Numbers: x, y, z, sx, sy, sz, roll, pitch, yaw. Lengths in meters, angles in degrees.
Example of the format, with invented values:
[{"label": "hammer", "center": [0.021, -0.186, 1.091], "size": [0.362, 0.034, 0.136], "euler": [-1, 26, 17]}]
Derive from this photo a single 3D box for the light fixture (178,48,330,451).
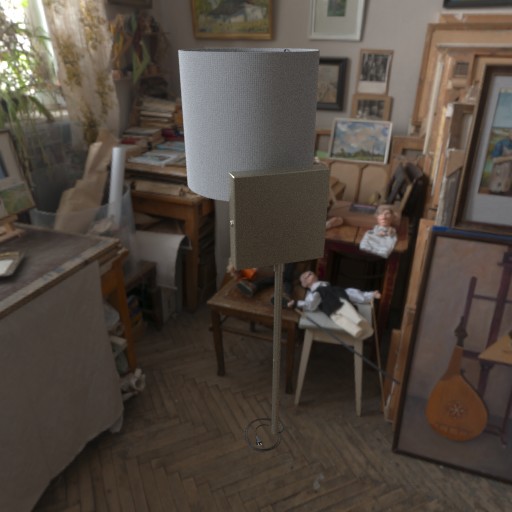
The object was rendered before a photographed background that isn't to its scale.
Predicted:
[{"label": "light fixture", "center": [0.000, 0.000, 0.700], "size": [0.188, 0.589, 0.248], "euler": [-8, 28, -16]}]
